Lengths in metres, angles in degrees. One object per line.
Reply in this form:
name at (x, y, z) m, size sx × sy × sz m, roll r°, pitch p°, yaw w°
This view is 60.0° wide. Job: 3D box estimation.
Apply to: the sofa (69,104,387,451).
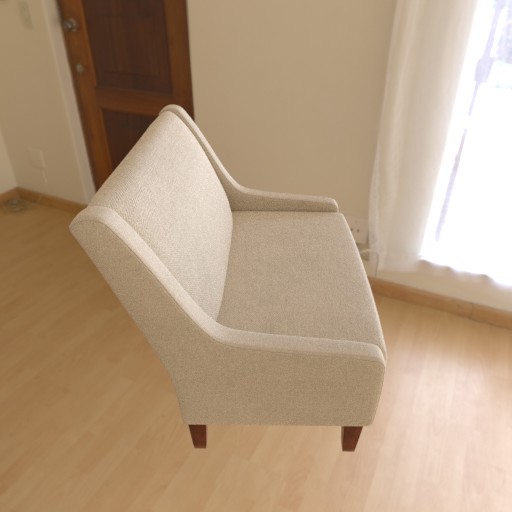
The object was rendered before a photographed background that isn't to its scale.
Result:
sofa at (0.000, 0.000, 1.878) m, size 0.946 × 0.976 × 1.212 m, roll 1°, pitch 32°, yaw 1°
